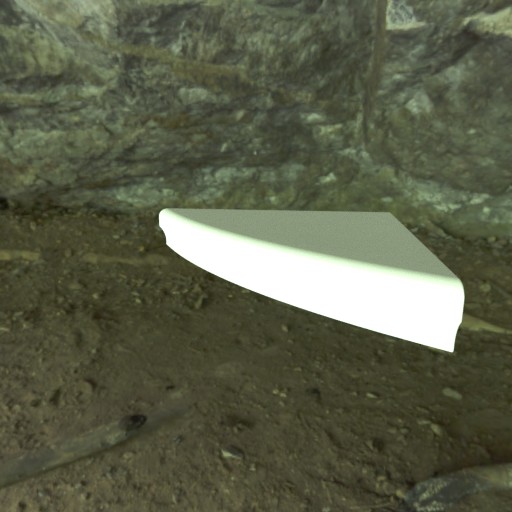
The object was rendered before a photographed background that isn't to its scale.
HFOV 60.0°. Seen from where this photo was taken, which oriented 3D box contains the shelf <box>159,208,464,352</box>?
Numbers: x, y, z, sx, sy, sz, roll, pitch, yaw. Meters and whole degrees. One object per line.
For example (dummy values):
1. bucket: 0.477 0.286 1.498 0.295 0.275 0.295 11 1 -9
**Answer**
1. shelf: 0.000 0.000 0.448 0.310 0.050 0.310 2 14 7
